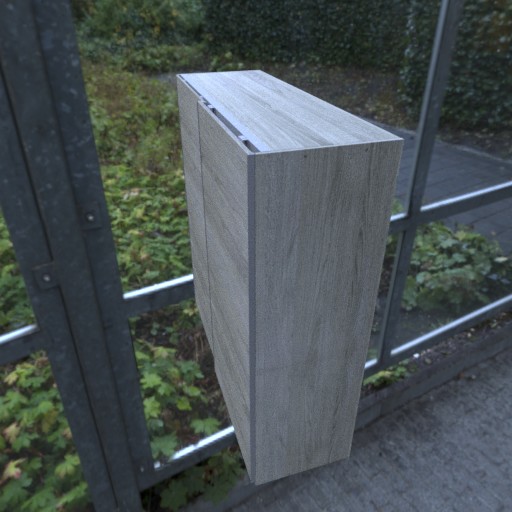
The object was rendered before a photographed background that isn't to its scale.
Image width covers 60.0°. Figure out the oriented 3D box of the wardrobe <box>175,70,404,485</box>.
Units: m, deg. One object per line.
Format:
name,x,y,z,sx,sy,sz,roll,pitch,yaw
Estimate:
wardrobe,0.000,0.000,2.845,0.629,1.960,1.780,-9,32,-15
